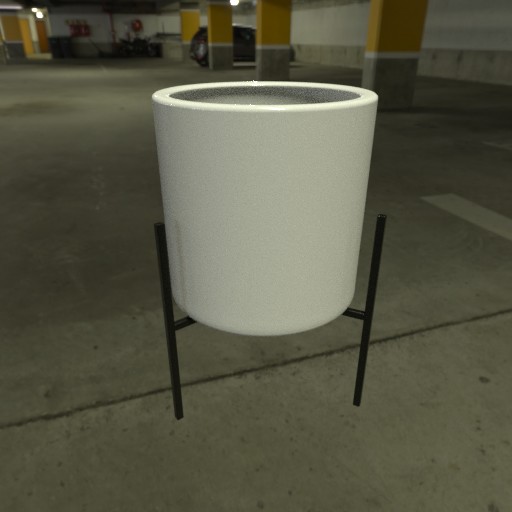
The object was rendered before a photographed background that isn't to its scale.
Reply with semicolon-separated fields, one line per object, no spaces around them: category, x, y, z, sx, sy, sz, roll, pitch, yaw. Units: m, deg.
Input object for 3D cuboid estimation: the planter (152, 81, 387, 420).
planter;0.000;0.000;0.509;0.239;0.356;0.239;-19;32;-33
